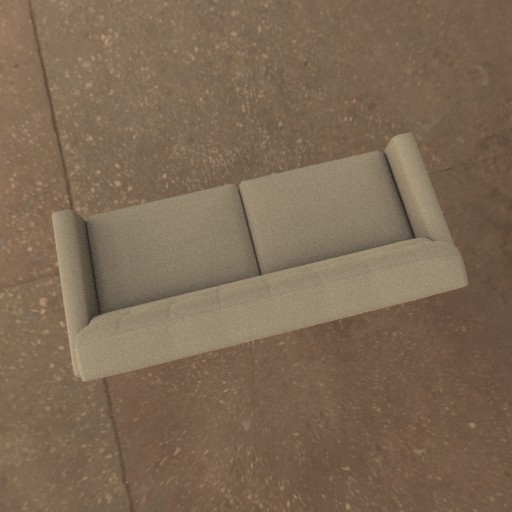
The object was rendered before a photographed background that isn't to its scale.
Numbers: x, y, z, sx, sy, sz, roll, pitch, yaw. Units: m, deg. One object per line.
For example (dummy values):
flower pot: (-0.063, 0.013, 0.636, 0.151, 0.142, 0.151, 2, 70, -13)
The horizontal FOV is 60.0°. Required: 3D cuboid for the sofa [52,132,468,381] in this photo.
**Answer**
sofa: (0.000, 0.000, 2.580, 2.137, 0.892, 0.980, -13, 76, -4)
